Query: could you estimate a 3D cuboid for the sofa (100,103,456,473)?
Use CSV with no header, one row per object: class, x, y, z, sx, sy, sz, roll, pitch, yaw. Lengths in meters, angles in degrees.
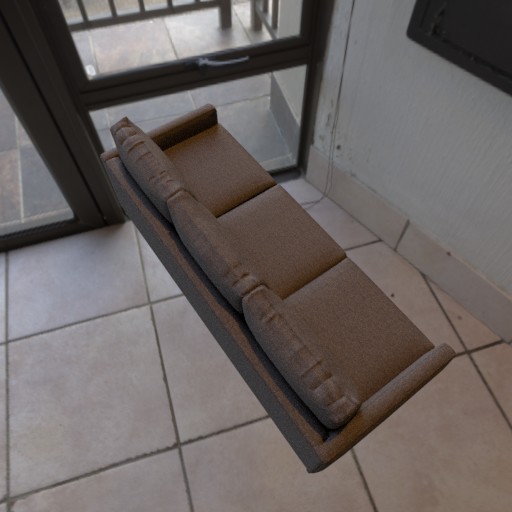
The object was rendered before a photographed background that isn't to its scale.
sofa,0.000,0.000,2.644,0.876,0.882,2.253,-32,64,-18
